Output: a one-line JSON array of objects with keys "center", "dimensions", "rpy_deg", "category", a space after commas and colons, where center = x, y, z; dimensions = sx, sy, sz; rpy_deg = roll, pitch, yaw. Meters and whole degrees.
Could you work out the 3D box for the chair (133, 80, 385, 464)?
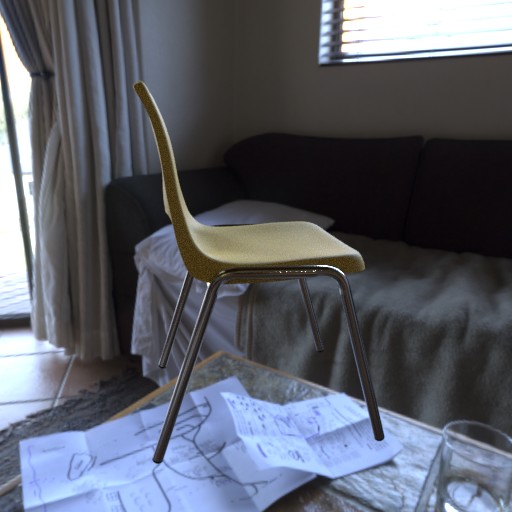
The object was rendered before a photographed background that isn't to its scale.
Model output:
[{"center": [0.000, 0.000, 0.901], "dimensions": [0.436, 0.653, 0.381], "rpy_deg": [-3, 16, -10], "category": "chair"}]
